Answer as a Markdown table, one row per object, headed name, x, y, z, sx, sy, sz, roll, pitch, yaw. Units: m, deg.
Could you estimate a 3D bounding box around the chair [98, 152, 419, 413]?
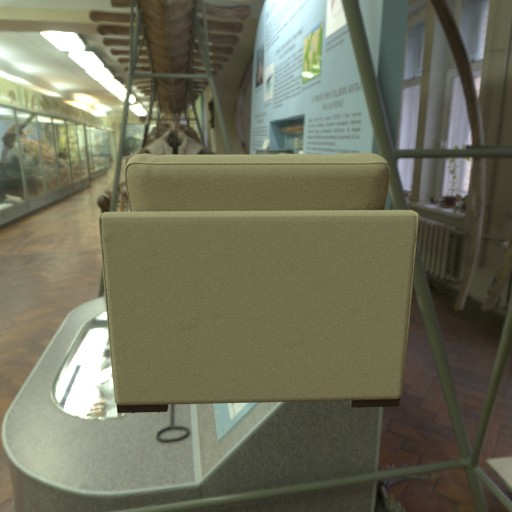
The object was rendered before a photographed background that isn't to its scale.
| name | x | y | z | sx | sy | sz | roll | pitch | yaw |
| --- | --- | --- | --- | --- | --- | --- | --- | --- | --- |
| chair | 0.000 | 0.000 | 2.193 | 1.293 | 1.005 | 1.274 | -2 | 14 | -10 |
